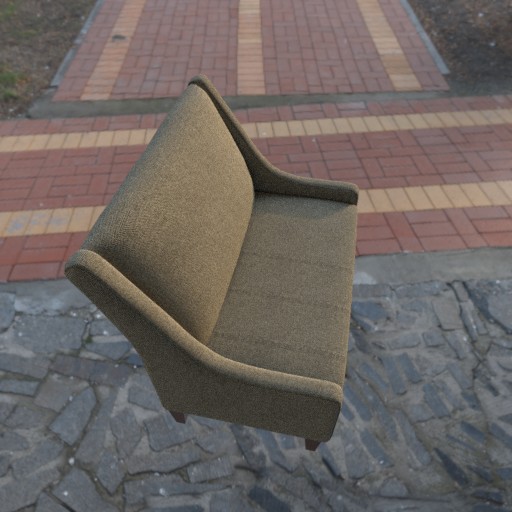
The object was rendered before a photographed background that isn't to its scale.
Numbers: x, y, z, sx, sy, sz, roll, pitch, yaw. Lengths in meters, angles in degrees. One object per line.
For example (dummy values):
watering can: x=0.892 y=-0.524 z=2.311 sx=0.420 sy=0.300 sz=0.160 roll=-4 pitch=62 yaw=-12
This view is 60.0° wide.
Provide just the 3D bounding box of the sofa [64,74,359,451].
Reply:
sofa: x=0.000 y=0.000 z=1.934 sx=0.870 sy=1.021 sz=1.242 roll=9 pitch=48 yaw=8
